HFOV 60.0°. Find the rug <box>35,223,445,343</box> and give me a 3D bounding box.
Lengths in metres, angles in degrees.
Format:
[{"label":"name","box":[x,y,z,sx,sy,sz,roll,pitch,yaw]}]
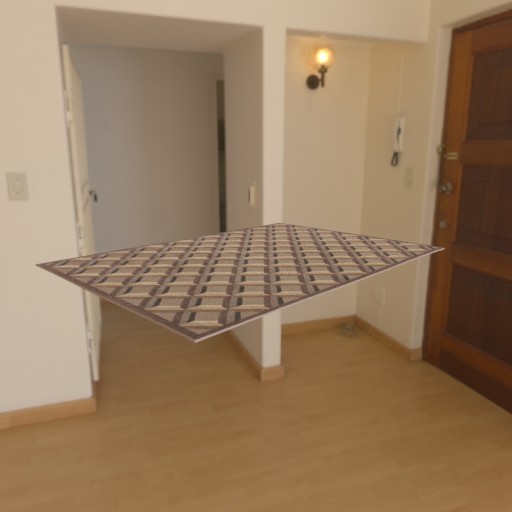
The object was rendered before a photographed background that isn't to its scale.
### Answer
[{"label":"rug","box":[0.000,0.000,2.959,1.600,0.013,2.260,13,19,43]}]
